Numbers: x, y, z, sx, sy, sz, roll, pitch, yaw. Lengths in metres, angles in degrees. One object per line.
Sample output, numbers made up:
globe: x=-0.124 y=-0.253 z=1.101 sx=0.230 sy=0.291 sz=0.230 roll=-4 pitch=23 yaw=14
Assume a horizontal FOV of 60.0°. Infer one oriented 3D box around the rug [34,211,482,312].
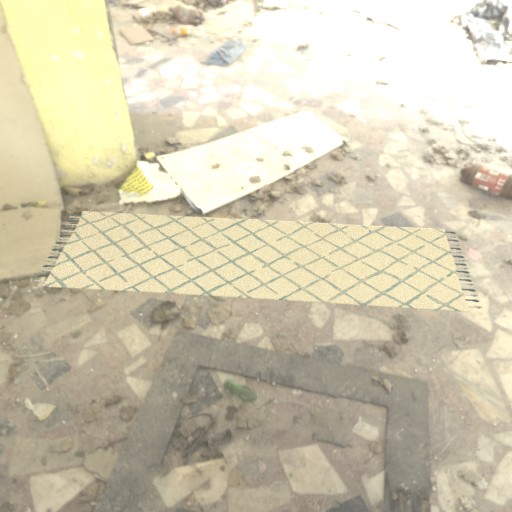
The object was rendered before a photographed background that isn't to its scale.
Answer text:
rug: x=0.000 y=0.000 z=2.529 sx=2.372 sy=0.008 sz=0.620 roll=3 pitch=47 yaw=3
